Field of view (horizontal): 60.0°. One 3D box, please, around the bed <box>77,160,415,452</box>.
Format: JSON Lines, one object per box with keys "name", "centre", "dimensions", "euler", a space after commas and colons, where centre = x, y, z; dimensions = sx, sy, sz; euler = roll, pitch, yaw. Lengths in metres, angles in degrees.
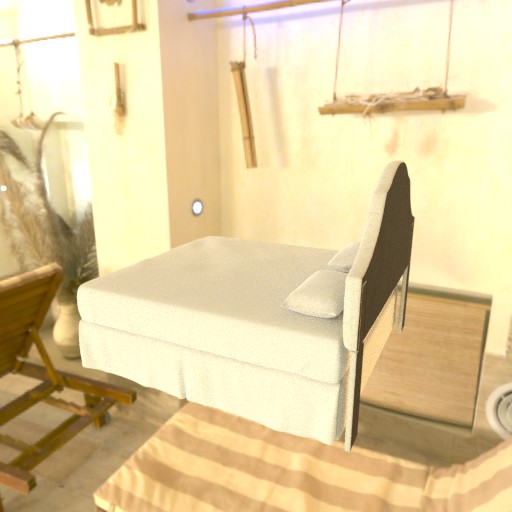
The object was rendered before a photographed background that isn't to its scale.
{"name": "bed", "centre": [0.000, 0.000, 3.688], "dimensions": [2.214, 1.615, 2.008], "euler": [8, 18, 26]}
